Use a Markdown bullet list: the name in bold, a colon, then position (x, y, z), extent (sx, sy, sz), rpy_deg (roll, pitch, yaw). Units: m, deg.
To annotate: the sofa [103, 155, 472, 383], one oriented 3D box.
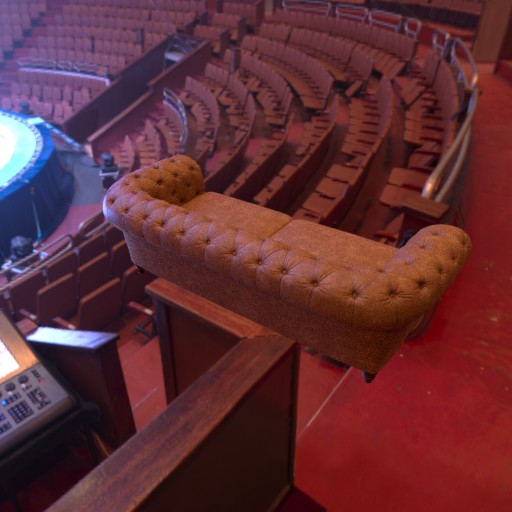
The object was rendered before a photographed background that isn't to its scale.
- **sofa**: position (0.000, 0.000, 2.912), extent (2.365, 0.760, 0.989), rpy_deg (21, 37, 30)
